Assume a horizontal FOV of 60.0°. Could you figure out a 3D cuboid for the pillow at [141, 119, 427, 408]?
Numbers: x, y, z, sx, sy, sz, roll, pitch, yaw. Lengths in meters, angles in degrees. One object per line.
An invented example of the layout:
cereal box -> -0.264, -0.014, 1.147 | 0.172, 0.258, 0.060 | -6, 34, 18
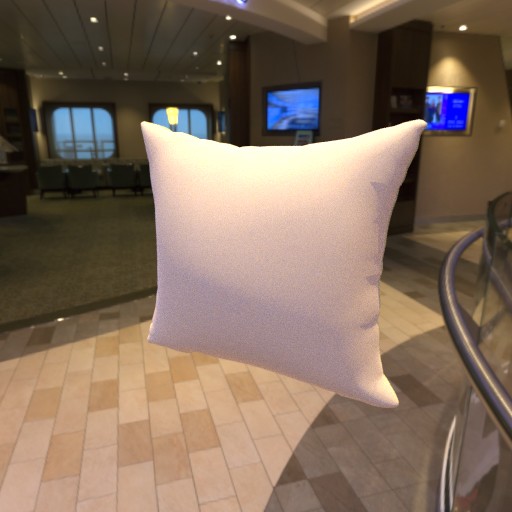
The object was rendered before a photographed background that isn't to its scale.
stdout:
pillow -> 0.000, 0.000, 0.829 | 0.560, 0.487, 0.229 | 8, 17, 26
